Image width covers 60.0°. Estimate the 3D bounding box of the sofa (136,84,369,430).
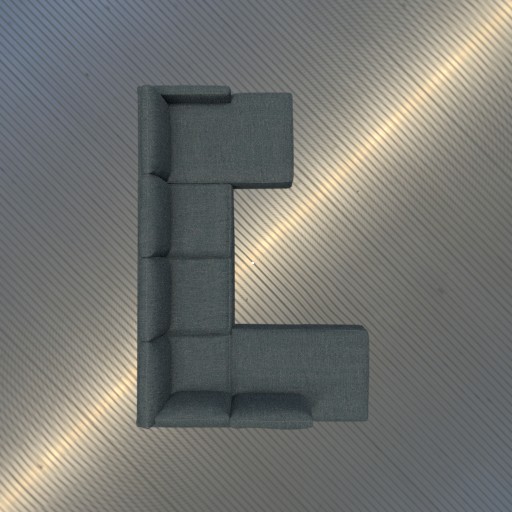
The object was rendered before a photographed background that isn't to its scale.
[{"bbox_3d":[0.000,0.000,3.651,1.879,0.753,2.737,0,89,0],"label":"sofa"}]
